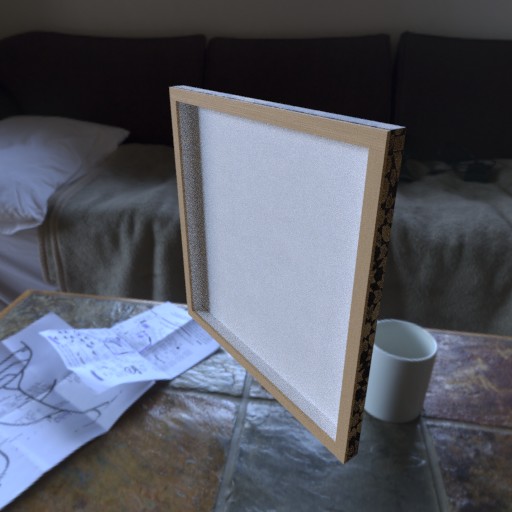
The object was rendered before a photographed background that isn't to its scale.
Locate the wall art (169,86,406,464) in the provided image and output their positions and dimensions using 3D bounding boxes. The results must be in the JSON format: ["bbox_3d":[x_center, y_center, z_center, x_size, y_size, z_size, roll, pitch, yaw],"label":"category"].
[{"bbox_3d":[0.000,0.000,0.920,0.038,0.612,0.612,-18,32,-32],"label":"wall art"}]
